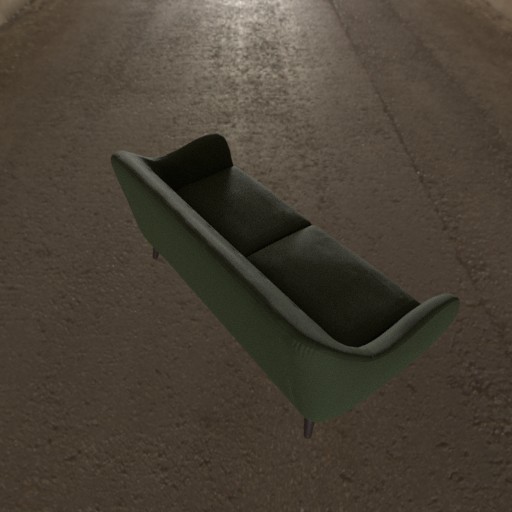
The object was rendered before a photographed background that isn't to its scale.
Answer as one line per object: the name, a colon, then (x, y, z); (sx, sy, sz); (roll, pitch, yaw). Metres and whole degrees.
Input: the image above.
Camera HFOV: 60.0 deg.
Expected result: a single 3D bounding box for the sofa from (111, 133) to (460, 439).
sofa: (0.000, 0.000, 2.315); (0.820, 0.836, 1.840); (-27, 49, -26)
